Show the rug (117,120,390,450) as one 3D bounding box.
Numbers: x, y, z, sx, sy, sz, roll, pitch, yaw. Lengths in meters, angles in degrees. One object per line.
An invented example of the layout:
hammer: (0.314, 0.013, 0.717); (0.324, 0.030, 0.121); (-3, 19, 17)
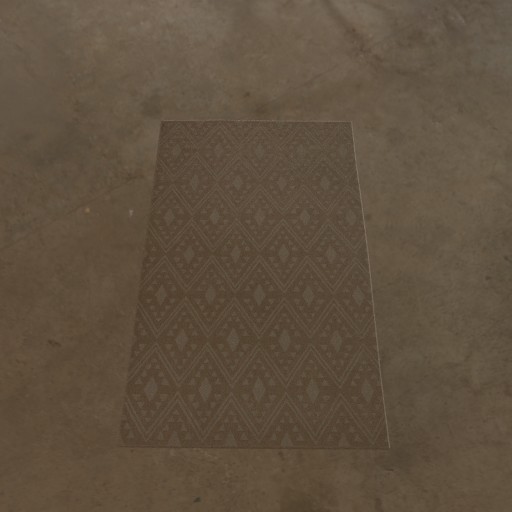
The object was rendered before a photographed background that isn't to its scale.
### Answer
rug: (0.000, 0.000, 3.045); (1.553, 0.053, 2.430); (0, 64, 0)
